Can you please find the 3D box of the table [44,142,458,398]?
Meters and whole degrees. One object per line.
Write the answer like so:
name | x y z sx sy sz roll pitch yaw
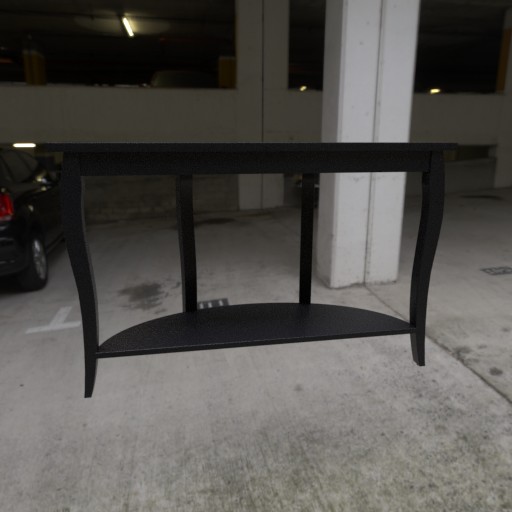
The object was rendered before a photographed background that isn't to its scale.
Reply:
table | 0.000 0.000 1.572 1.219 0.780 0.394 -3 15 -10
